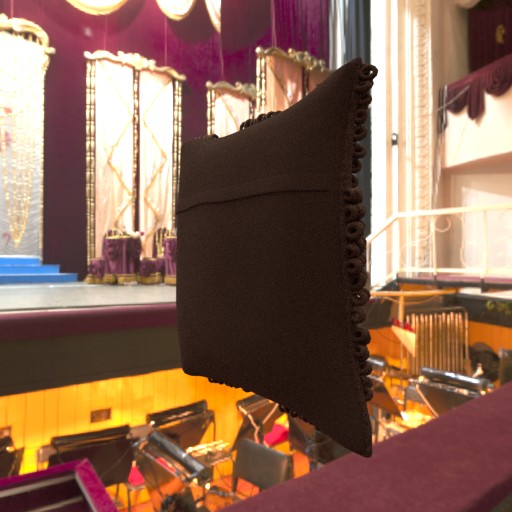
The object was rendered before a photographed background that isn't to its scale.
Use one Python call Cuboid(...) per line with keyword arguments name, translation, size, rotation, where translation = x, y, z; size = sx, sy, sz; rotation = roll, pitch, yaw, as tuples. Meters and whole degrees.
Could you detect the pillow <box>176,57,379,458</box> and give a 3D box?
Cuboid(name="pillow", translation=(0.000, 0.000, 0.702), size=(0.172, 0.467, 0.470), rotation=(0, -1, -36))
